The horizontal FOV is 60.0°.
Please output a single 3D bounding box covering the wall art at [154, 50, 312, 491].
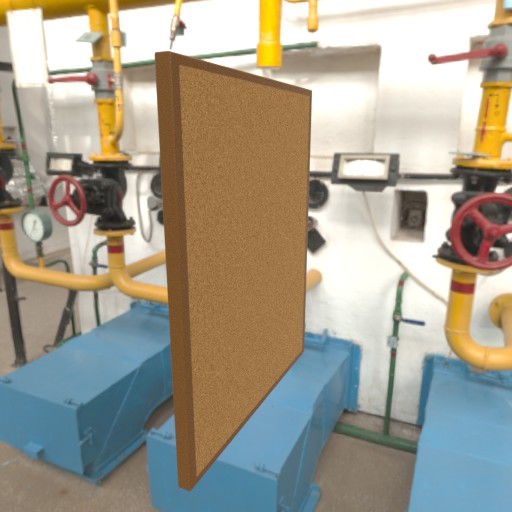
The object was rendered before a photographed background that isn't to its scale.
[{"bbox_3d":[0.000,0.000,0.727,0.021,0.550,0.449,7,17,25],"label":"wall art"}]
